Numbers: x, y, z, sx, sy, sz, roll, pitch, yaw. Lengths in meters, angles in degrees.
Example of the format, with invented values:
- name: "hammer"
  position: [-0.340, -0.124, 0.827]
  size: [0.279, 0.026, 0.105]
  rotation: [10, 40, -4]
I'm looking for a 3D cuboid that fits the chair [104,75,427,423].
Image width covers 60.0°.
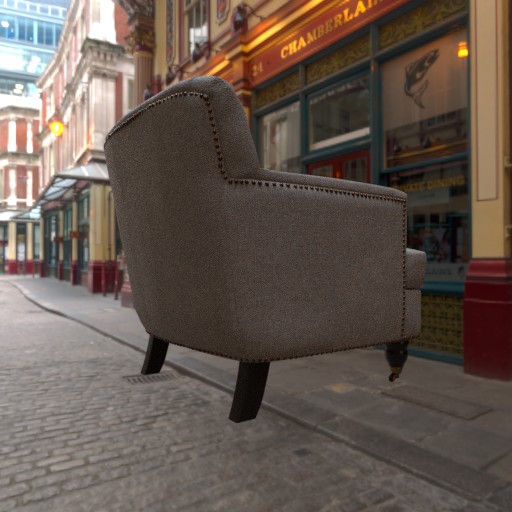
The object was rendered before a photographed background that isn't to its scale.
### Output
- name: "chair"
  position: [0.000, 0.000, 1.488]
  size: [0.902, 0.823, 0.737]
  rotation: [1, -2, -36]
